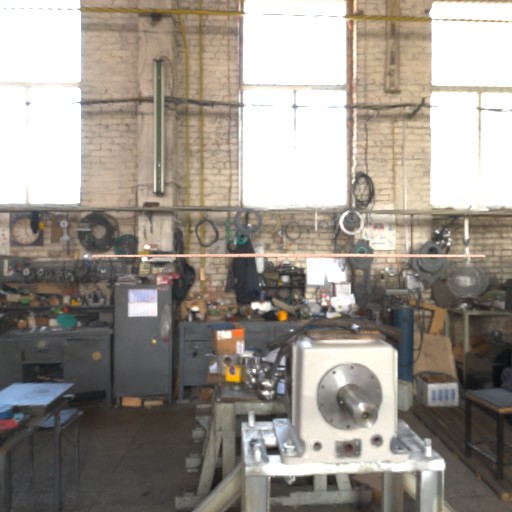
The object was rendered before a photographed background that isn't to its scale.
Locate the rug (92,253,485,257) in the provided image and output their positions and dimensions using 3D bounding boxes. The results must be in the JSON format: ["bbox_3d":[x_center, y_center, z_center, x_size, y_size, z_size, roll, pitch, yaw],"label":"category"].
[{"bbox_3d":[0.000,0.000,3.075,1.609,0.015,2.390,0,0,-35],"label":"rug"}]
